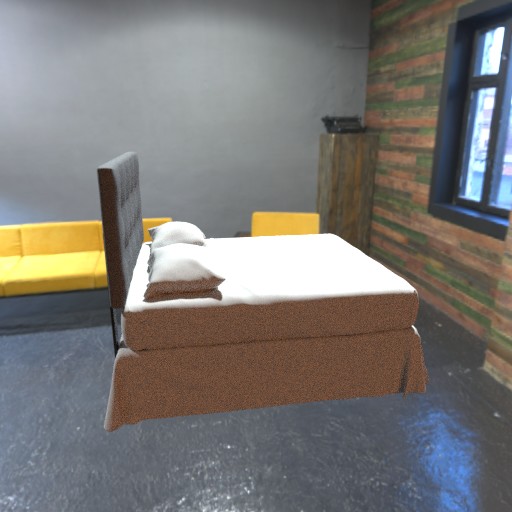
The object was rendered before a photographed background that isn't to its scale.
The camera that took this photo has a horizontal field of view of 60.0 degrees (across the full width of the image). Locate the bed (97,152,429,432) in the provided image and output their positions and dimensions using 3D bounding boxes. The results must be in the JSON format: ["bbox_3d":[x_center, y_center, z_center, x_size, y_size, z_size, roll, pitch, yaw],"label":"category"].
[{"bbox_3d":[0.000,0.000,3.564,2.222,1.577,1.936,-3,16,-9],"label":"bed"}]
